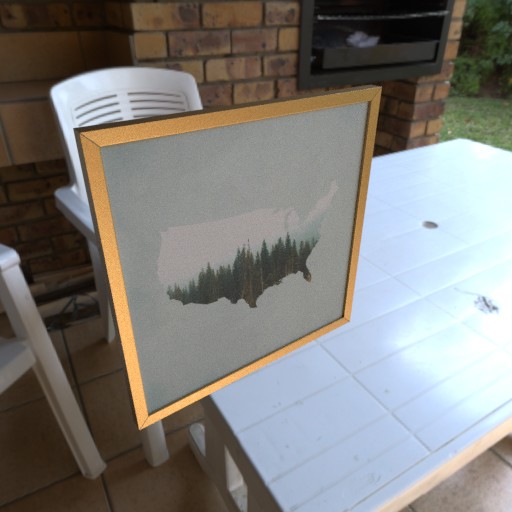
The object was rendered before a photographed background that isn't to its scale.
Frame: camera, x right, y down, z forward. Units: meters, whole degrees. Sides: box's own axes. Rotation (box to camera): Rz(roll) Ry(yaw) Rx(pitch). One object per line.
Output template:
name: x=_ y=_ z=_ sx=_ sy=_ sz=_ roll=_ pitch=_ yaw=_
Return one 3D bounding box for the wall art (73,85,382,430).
wall art: x=0.000 y=0.000 z=1.149 sx=0.762 sy=0.762 sz=0.038 roll=-20 pitch=36 yaw=-30
